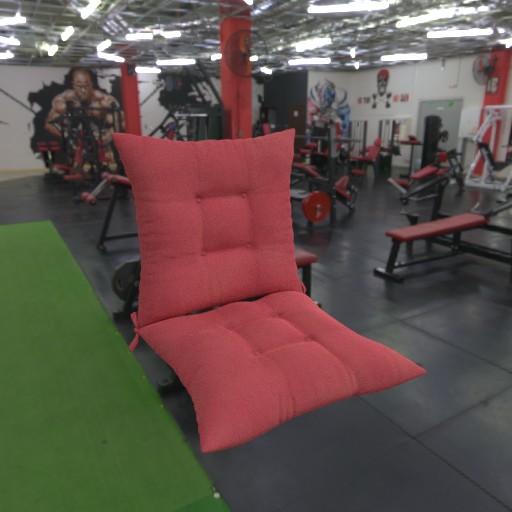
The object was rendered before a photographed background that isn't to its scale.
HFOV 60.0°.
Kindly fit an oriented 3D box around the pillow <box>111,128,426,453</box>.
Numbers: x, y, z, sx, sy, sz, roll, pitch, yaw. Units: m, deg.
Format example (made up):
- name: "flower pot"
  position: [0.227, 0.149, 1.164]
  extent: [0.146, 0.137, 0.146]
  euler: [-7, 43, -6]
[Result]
- name: "pillow"
  position: [0.000, 0.000, 1.002]
  extent: [0.541, 0.536, 0.585]
  euler: [-9, 20, -26]
